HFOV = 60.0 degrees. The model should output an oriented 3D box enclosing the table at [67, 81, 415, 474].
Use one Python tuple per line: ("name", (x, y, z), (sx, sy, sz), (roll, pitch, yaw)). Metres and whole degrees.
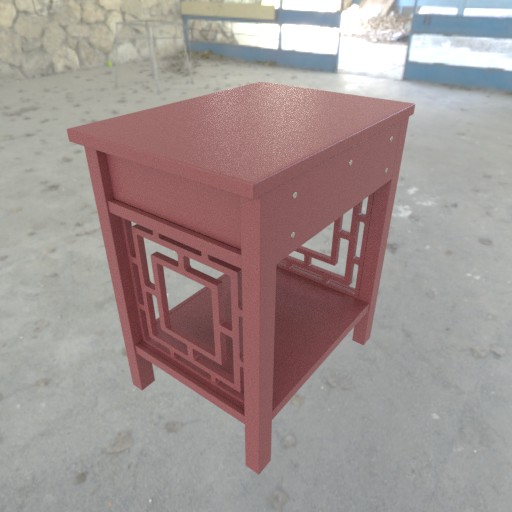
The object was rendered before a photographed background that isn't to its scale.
("table", (0.000, 0.000, 1.096), (0.451, 0.686, 0.599), (22, 38, 31))
